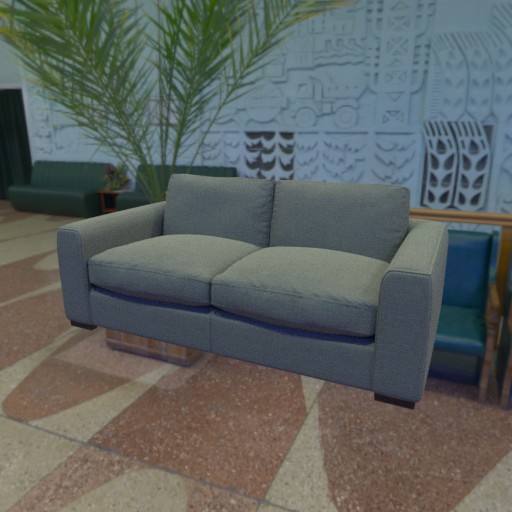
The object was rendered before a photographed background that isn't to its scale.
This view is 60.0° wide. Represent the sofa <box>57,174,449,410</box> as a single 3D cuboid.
[{"bbox_3d":[0.000,0.000,2.458,1.920,0.800,1.069,7,17,24],"label":"sofa"}]
